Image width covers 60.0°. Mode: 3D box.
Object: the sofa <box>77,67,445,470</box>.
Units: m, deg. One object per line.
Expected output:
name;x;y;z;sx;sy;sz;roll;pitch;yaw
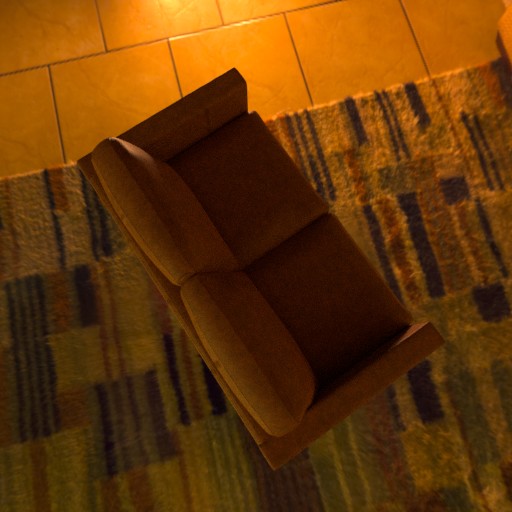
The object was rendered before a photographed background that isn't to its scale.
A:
sofa;0.000;0.000;2.123;0.909;0.951;1.578;-34;79;-7
